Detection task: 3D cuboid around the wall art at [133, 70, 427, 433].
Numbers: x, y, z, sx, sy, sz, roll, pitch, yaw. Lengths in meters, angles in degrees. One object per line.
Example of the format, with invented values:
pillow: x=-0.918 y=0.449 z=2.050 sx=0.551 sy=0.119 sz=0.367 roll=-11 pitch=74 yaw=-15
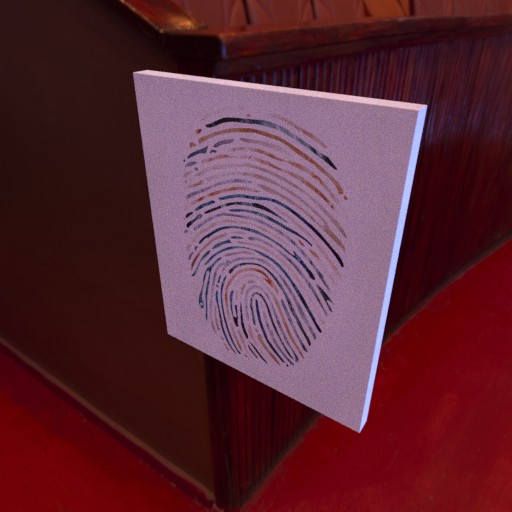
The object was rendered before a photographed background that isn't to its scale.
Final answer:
wall art: x=0.000 y=0.000 z=0.833 sx=0.508 sy=0.606 sz=0.037 roll=19 pitch=36 yaw=29
